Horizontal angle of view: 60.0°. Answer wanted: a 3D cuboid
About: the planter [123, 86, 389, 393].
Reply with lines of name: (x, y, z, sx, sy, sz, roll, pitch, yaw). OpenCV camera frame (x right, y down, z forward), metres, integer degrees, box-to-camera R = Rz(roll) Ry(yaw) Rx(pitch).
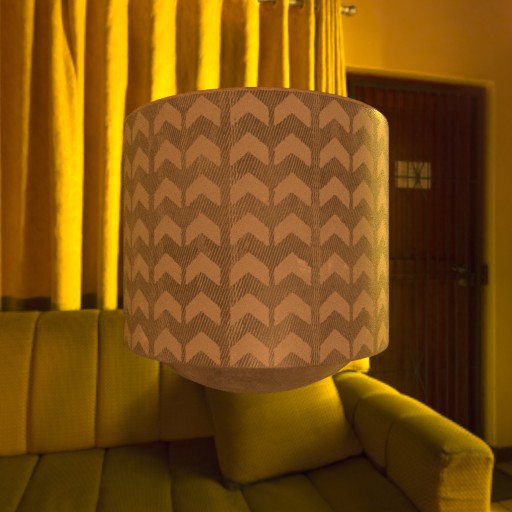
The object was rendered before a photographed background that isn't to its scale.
planter: (0.000, 0.000, 0.436, 0.250, 0.239, 0.250, 0, 0, 0)
